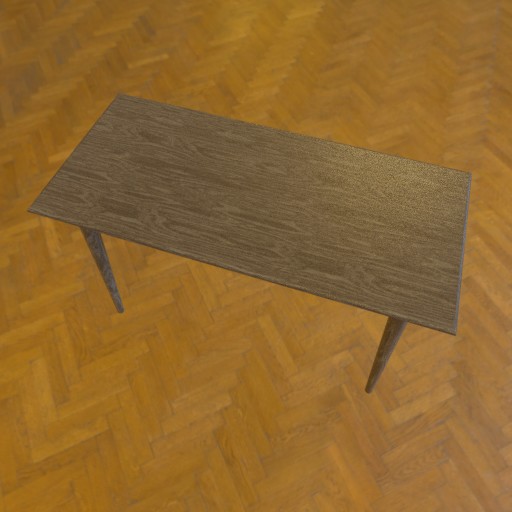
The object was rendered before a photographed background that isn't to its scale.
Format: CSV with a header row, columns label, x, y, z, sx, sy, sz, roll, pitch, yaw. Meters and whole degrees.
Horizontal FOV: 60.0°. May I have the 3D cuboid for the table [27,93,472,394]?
label,x,y,z,sx,sy,sz,roll,pitch,yaw
table,0.000,0.000,1.740,1.300,0.780,0.599,16,59,10
